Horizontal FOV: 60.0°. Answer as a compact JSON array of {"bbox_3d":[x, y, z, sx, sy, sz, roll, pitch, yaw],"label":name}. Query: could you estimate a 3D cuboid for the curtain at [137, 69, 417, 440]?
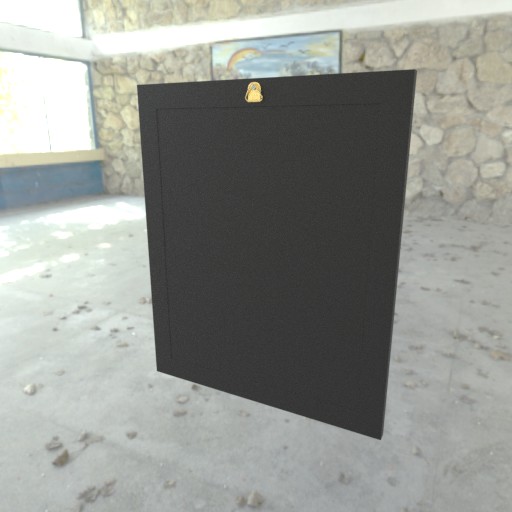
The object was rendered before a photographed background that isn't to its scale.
[{"bbox_3d":[0.000,0.000,0.783,0.483,0.585,0.027,8,18,26],"label":"curtain"}]
